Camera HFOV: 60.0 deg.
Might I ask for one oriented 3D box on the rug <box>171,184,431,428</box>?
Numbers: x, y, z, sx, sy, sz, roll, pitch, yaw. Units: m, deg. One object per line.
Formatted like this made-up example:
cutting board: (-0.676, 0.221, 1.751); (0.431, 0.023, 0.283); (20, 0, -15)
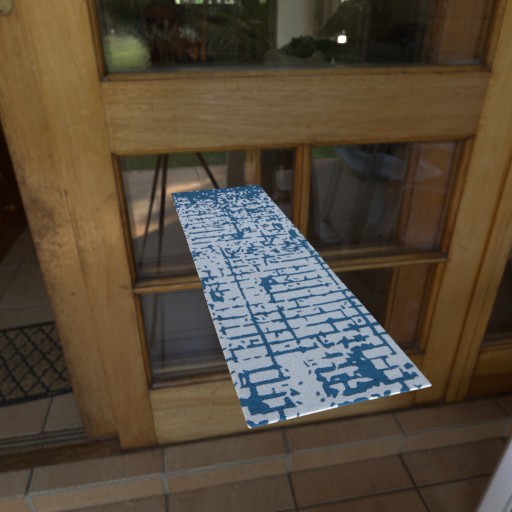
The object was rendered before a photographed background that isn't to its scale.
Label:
rug: (0.000, 0.000, 2.687); (0.750, 0.011, 2.435); (-8, 30, -14)
